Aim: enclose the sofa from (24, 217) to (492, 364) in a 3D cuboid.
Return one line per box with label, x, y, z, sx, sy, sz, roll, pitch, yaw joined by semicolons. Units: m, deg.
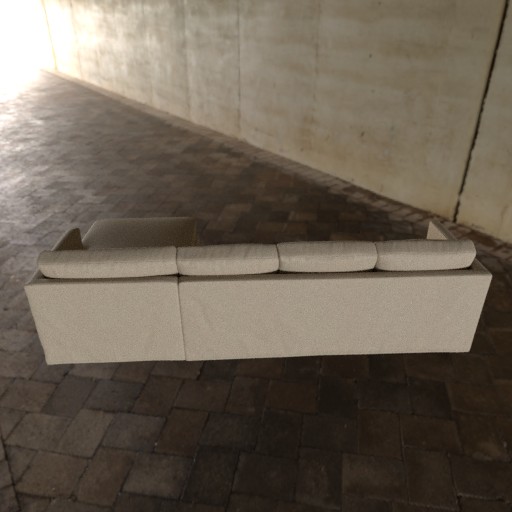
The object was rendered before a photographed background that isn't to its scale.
sofa;0.000;0.000;3.799;3.206;0.871;1.622;-1;29;-2
